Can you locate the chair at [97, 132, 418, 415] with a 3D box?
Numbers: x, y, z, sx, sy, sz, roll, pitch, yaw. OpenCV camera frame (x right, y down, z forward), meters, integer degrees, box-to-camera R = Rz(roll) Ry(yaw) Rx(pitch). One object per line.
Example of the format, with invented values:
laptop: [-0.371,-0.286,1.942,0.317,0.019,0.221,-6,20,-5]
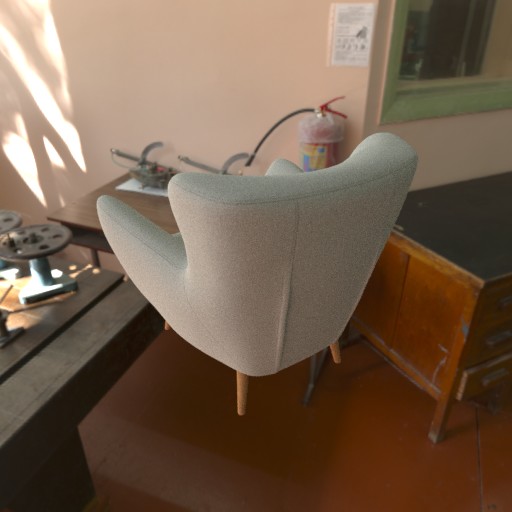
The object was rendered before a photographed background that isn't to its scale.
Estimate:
chair: [0.000,0.000,1.627,0.890,0.889,0.889,-19,34,-29]
